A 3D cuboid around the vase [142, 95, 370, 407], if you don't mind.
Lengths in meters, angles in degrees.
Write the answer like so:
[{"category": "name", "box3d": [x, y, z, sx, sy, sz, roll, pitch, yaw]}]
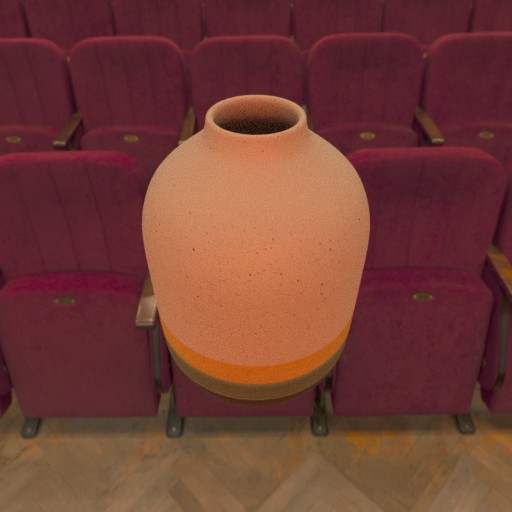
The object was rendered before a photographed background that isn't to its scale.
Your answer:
[{"category": "vase", "box3d": [0.000, 0.000, 0.359, 0.169, 0.240, 0.169, 0, 42, 0]}]
